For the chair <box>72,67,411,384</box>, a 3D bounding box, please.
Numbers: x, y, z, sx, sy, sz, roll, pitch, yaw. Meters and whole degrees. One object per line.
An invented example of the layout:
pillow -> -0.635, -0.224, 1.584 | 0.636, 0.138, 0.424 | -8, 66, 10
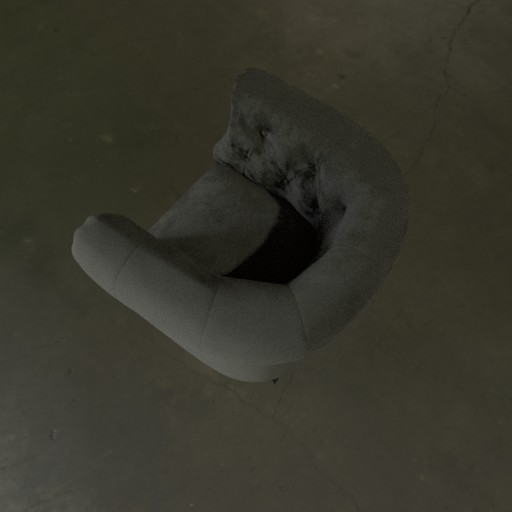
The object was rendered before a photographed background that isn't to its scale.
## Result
chair -> 0.000, 0.000, 1.596 | 0.851, 0.826, 0.904 | 33, 68, 15
